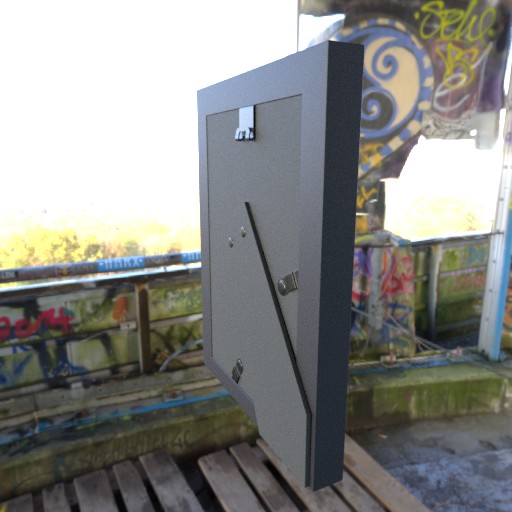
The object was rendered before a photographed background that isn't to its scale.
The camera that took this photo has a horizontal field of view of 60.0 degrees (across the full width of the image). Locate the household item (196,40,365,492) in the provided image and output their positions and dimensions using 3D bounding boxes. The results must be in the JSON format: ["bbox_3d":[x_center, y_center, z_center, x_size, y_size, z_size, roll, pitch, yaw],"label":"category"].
[{"bbox_3d":[0.000,0.000,0.229,0.022,0.178,0.133,-7,15,-26],"label":"household item"}]
